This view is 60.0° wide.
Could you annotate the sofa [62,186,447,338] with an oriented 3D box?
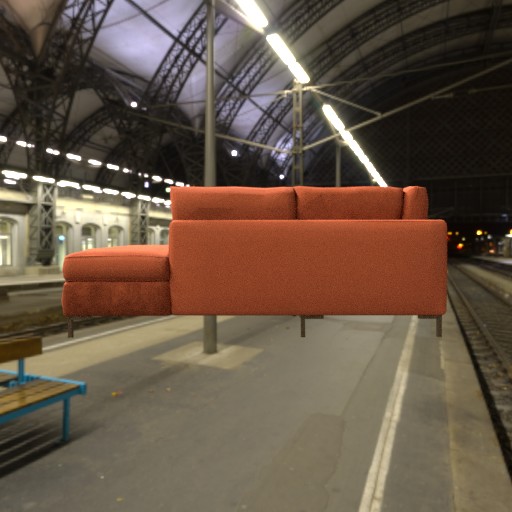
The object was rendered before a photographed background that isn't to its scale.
[{"bbox_3d":[0.000,0.000,3.477,1.879,0.757,2.736,0,1,0],"label":"sofa"}]
